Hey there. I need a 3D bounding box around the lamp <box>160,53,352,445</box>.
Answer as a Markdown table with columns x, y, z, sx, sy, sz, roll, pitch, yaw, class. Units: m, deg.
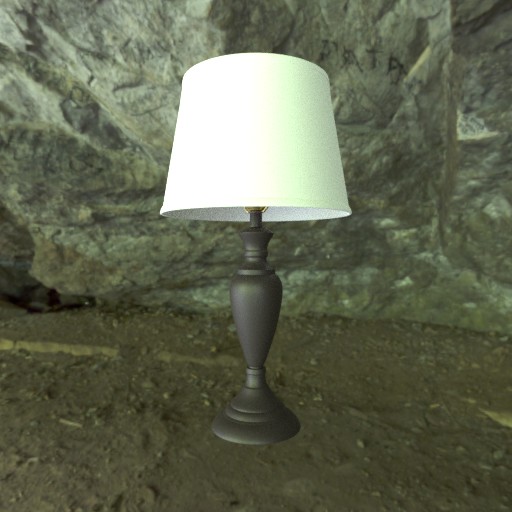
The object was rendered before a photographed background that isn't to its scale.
| x | y | z | sx | sy | sz | roll | pitch | yaw | class |
| --- | --- | --- | --- | --- | --- | --- | --- | --- | --- |
| 0.000 | 0.000 | 0.794 | 0.335 | 0.611 | 0.335 | 0 | 1 | 0 | lamp |
